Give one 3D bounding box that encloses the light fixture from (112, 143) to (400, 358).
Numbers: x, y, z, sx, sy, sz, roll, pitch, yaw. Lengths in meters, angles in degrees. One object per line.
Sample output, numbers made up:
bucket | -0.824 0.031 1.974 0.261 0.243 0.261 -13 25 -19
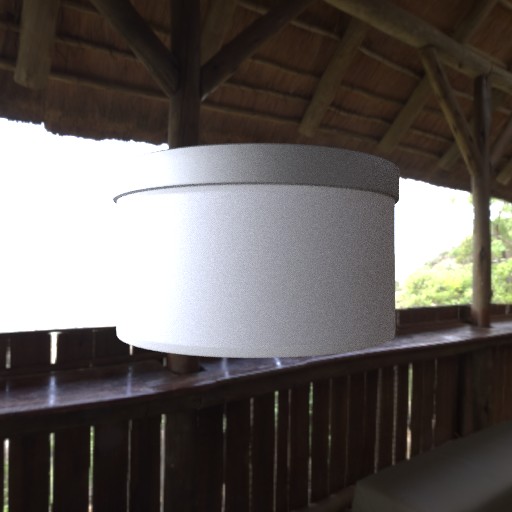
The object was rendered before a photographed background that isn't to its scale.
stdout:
light fixture | 0.000 0.000 0.637 0.393 0.229 0.393 0 0 0
